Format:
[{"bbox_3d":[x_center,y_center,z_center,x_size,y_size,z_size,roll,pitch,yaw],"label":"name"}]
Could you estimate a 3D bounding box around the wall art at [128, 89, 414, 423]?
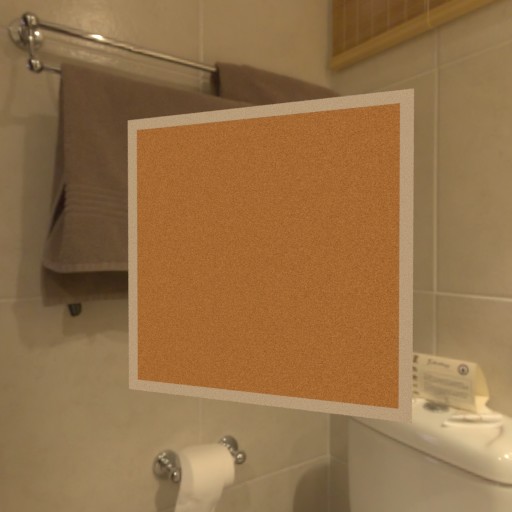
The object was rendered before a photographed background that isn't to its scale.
[{"bbox_3d":[0.000,0.000,0.684,0.456,0.457,0.009,0,1,19],"label":"wall art"}]
